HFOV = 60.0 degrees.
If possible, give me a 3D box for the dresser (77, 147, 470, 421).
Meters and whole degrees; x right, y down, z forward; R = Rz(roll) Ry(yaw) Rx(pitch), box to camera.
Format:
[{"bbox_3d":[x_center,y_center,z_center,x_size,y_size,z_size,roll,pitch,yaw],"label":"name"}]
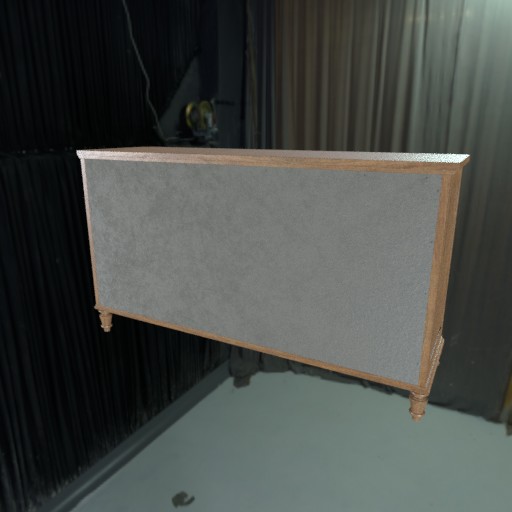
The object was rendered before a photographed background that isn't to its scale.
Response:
[{"bbox_3d":[0.000,0.000,1.954,1.583,0.892,0.468,9,18,27],"label":"dresser"}]
